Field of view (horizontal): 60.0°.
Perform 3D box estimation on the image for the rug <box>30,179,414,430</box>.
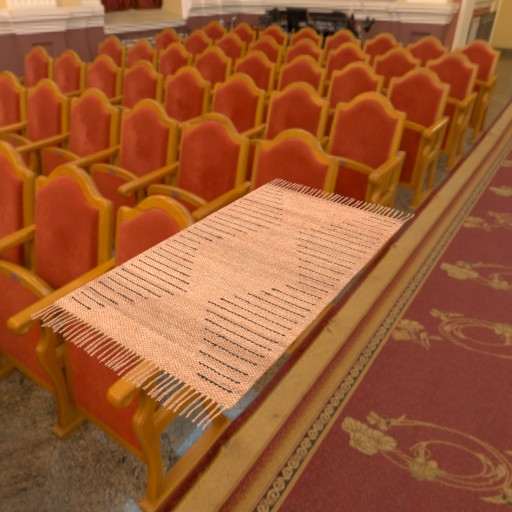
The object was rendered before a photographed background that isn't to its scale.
[{"bbox_3d":[0.000,0.000,2.049,0.905,0.017,1.718,21,37,30],"label":"rug"}]
